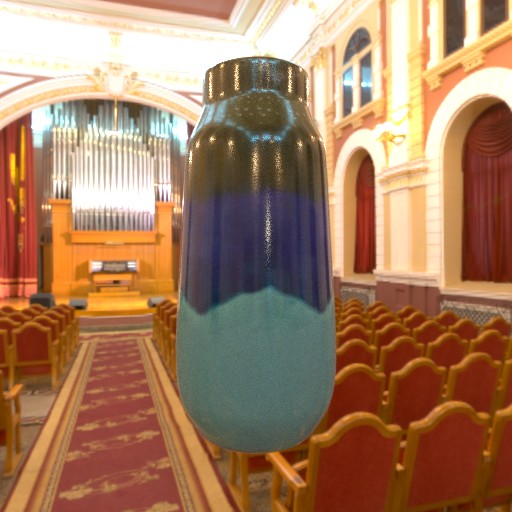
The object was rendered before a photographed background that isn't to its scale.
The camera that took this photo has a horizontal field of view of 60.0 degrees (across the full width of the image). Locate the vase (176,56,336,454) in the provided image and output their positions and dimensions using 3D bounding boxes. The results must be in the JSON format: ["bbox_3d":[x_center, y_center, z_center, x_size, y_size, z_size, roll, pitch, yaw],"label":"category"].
[{"bbox_3d":[0.000,0.000,0.389,0.139,0.313,0.139,0,0,0],"label":"vase"}]
